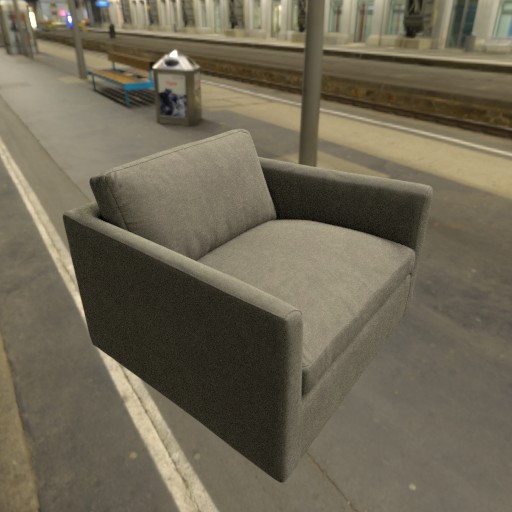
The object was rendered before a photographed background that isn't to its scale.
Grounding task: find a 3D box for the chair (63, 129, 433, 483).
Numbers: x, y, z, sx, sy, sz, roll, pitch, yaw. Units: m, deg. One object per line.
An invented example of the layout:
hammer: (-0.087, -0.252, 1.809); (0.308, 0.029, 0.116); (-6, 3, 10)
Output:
chair: (0.000, 0.000, 1.872); (1.091, 0.845, 1.190); (19, 34, 31)
